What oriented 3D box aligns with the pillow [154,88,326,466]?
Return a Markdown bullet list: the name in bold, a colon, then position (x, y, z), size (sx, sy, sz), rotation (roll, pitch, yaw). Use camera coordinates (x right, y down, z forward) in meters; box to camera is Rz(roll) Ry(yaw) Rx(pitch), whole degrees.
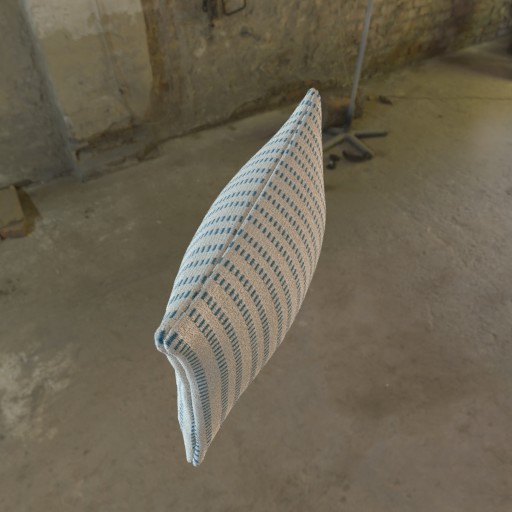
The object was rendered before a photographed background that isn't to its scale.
- **pillow**: position (0.000, 0.000, 0.798), size (0.210, 0.353, 0.640), rotation (15, 48, 14)
